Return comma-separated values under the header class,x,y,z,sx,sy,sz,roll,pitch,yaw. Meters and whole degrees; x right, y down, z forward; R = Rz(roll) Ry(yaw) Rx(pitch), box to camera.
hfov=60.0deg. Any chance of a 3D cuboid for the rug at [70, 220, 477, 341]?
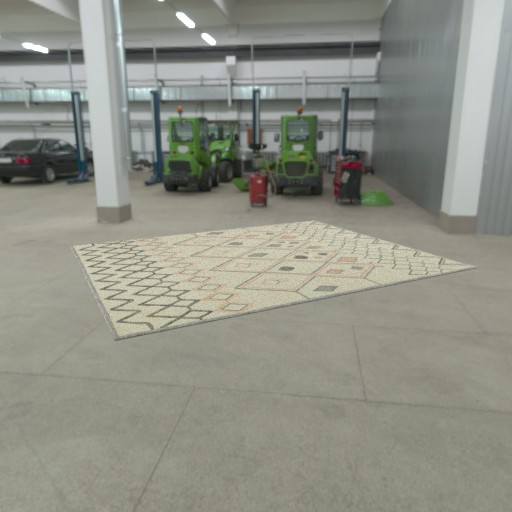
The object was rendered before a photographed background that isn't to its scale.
class,x,y,z,sx,sy,sz,roll,pitch,yaw
rug,0.000,0.000,4.195,3.050,0.016,2.441,-8,17,-26
